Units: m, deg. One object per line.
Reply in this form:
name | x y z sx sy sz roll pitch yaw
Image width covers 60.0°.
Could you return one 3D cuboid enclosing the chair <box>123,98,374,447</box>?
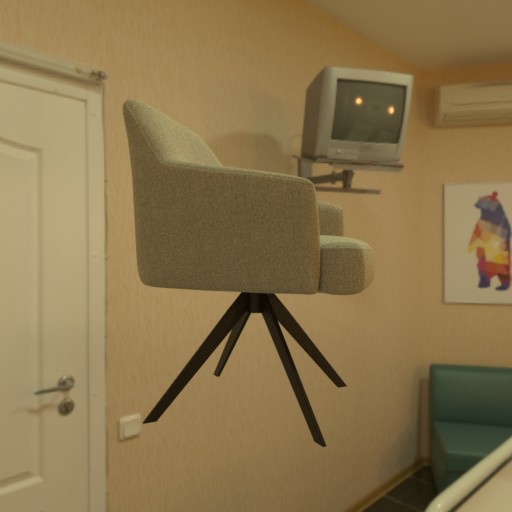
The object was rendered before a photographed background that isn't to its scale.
chair | 0.000 0.000 1.323 0.677 0.874 0.642 0 0 17
